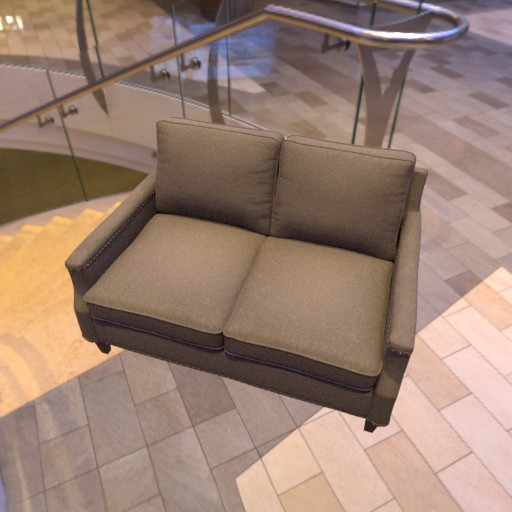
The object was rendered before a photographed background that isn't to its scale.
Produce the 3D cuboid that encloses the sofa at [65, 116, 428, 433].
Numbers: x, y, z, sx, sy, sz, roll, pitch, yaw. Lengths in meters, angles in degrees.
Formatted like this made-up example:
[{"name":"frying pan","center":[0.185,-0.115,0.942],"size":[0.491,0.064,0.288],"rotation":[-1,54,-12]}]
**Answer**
[{"name":"sofa","center":[0.000,0.000,2.288],"size":[1.597,1.003,1.084],"rotation":[12,43,13]}]
